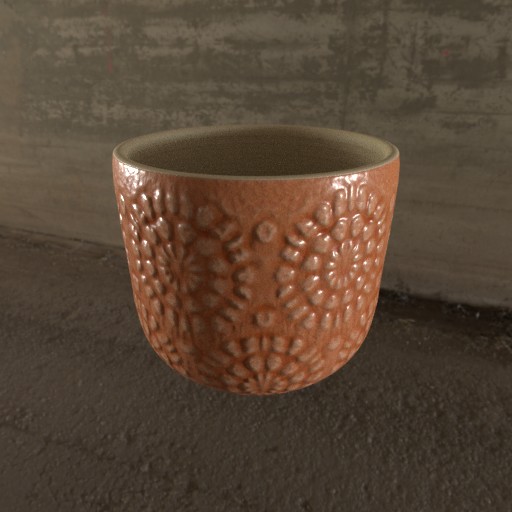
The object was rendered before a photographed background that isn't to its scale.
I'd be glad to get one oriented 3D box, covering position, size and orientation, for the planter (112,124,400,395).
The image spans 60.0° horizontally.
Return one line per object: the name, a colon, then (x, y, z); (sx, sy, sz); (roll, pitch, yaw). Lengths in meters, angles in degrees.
planter: (0.000, 0.000, 0.219); (0.124, 0.109, 0.124); (0, 24, 0)
